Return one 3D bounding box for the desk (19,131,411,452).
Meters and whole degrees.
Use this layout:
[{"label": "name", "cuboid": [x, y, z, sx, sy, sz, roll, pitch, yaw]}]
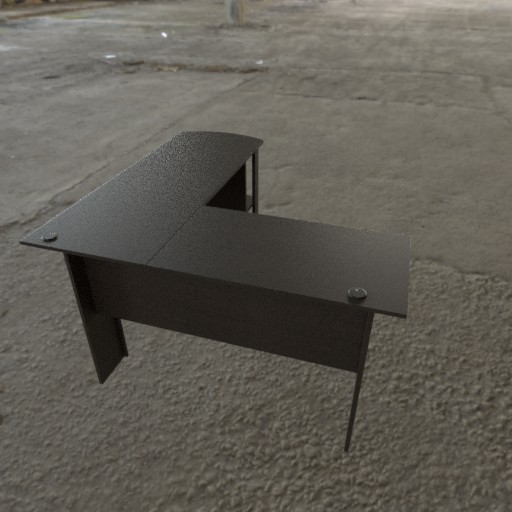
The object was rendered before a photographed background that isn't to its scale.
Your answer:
[{"label": "desk", "cuboid": [0.000, 0.000, 2.119, 1.303, 0.716, 1.361, 10, 34, 15]}]
